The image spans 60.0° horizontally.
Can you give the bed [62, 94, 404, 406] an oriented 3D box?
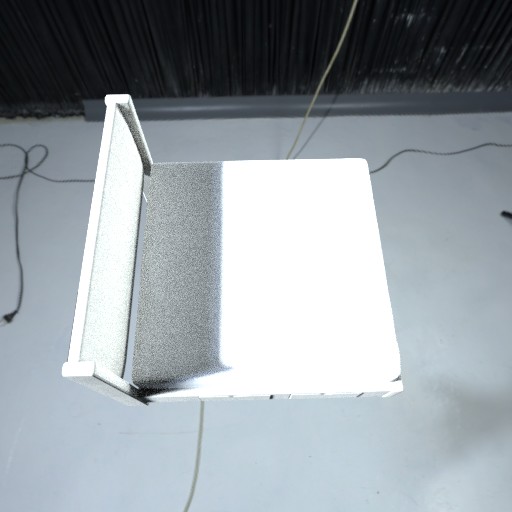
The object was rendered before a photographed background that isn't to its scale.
[{"bbox_3d":[0.000,0.000,3.649,2.280,1.470,2.140,-1,65,-1],"label":"bed"}]
